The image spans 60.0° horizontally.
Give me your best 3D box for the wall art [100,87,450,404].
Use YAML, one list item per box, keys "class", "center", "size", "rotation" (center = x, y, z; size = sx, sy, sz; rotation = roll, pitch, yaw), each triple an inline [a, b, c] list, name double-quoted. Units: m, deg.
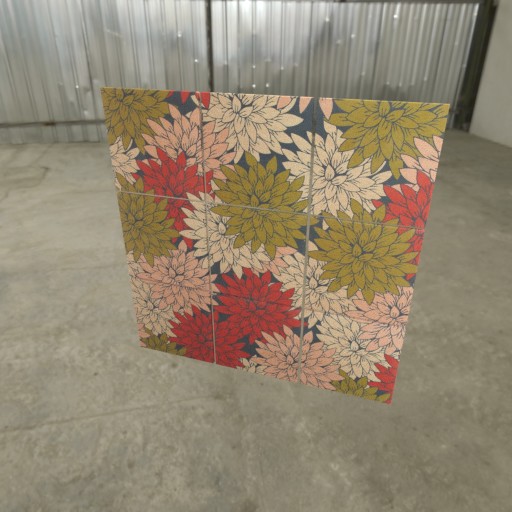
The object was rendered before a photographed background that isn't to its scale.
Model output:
- class: "wall art"
  center: [0.000, 0.000, 1.323]
  size: [0.904, 0.913, 0.013]
  rotation: [9, 29, 16]
